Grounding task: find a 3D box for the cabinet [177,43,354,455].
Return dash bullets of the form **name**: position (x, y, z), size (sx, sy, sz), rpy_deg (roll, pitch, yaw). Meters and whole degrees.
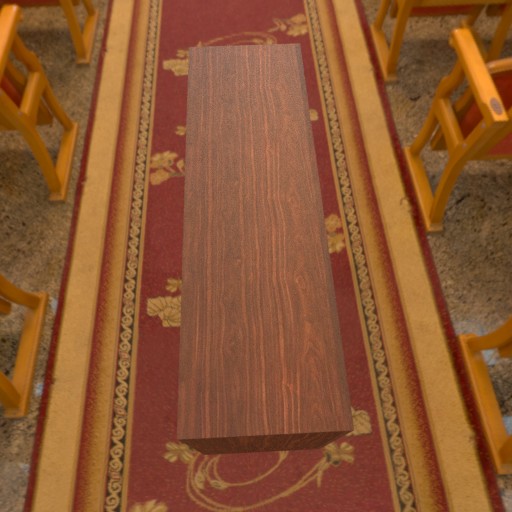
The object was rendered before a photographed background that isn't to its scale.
- **cabinet**: position (0.000, 0.000, 1.981), size (0.505, 0.940, 1.575), rpy_deg (-2, 63, -1)
